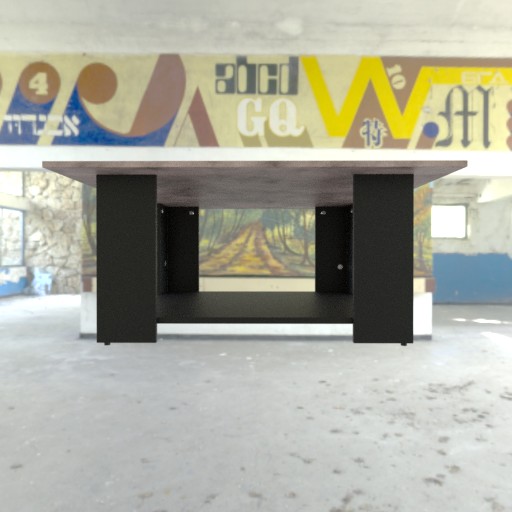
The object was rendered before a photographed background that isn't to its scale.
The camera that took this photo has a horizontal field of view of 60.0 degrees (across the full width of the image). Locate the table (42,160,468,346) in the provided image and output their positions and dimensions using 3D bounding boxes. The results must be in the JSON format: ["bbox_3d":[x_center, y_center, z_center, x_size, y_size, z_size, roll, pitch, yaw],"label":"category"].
[{"bbox_3d":[0.000,0.000,1.033,0.670,0.305,0.670,0,0,1],"label":"table"}]
